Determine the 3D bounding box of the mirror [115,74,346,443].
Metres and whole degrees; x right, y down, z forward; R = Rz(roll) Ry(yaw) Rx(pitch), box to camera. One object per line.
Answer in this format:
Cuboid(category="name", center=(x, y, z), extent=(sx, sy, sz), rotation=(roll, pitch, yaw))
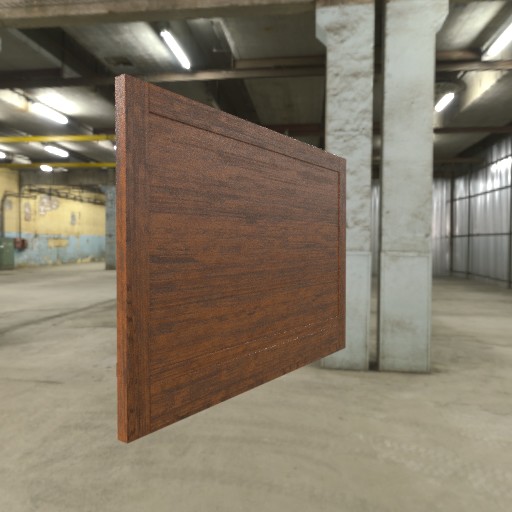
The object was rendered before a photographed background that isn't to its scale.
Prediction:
Cuboid(category="mirror", center=(0.000, 0.000, 0.972), extent=(0.084, 0.537, 0.758), rotation=(1, 1, 36))
